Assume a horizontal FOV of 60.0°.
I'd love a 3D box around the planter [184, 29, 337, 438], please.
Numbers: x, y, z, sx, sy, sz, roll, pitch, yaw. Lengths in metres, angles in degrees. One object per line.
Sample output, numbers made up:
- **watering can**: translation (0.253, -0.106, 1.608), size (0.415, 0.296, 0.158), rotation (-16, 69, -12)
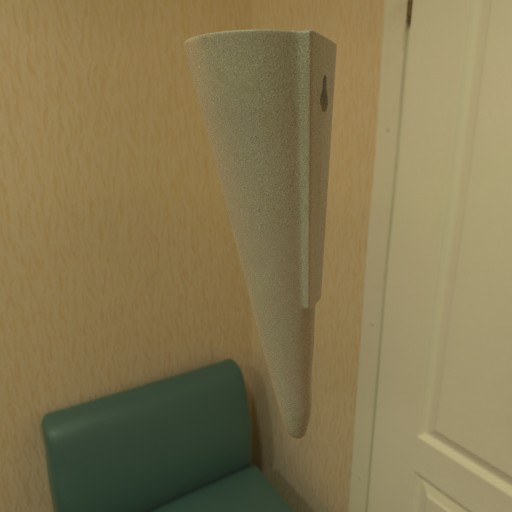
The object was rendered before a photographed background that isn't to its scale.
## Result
- **planter**: translation (0.000, 0.000, 0.218), size (0.064, 0.191, 0.057), rotation (8, 18, 25)
